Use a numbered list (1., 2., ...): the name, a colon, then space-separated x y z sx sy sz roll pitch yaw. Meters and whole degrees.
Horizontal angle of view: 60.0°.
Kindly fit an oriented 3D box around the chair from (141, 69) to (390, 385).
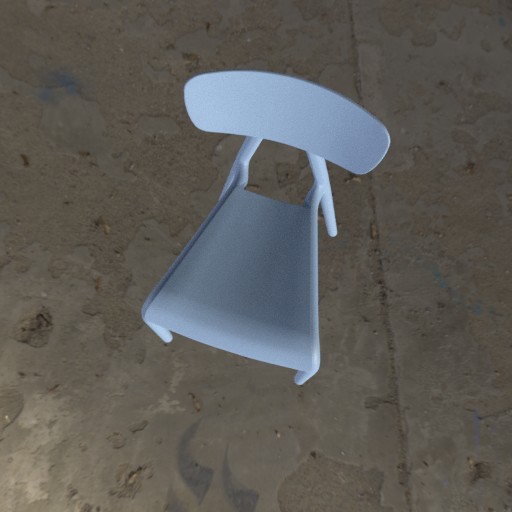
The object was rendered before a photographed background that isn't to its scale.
1. chair: 0.000 0.000 0.829 0.356 0.580 0.401 17 76 4
